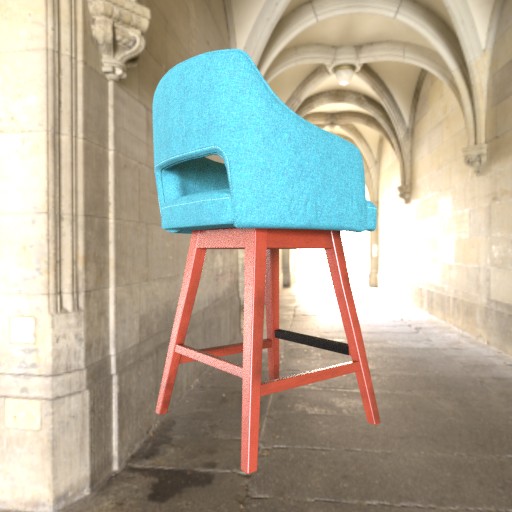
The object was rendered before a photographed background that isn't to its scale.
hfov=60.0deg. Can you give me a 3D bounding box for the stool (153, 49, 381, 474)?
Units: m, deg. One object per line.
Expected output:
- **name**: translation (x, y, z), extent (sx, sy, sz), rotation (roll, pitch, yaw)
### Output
- **stool**: translation (0.000, 0.000, 1.288), extent (0.556, 0.961, 0.548), rotation (-1, 1, -38)
